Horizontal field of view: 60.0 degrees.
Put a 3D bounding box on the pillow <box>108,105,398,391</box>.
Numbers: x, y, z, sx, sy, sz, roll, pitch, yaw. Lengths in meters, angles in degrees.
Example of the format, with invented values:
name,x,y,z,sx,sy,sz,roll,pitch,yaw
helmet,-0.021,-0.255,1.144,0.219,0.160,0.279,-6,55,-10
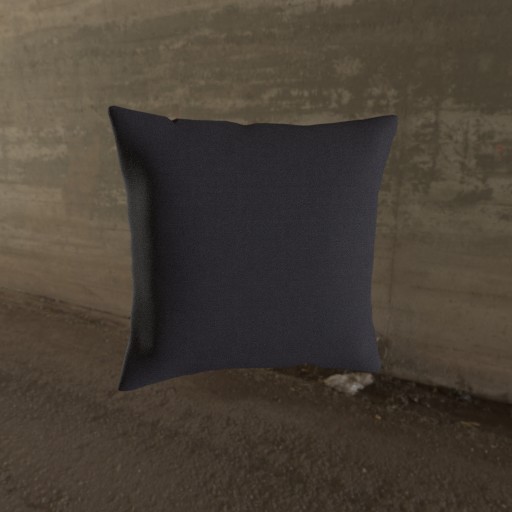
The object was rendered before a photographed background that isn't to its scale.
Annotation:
name,x,y,z,sx,sy,sz,roll,pitch,yaw
pillow,0.000,0.000,0.676,0.436,0.430,0.138,-2,14,-10
